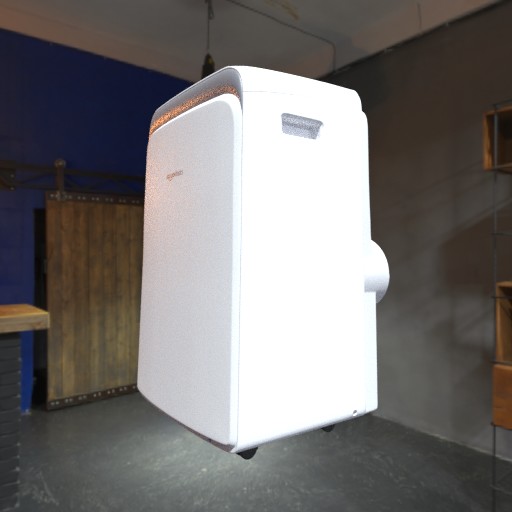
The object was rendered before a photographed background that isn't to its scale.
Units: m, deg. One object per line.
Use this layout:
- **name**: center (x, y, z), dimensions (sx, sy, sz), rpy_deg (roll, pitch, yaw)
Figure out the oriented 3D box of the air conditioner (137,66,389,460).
- **air conditioner**: center (0.000, 0.000, 1.076), dimensions (0.467, 0.765, 0.478), rpy_deg (0, 0, -37)
